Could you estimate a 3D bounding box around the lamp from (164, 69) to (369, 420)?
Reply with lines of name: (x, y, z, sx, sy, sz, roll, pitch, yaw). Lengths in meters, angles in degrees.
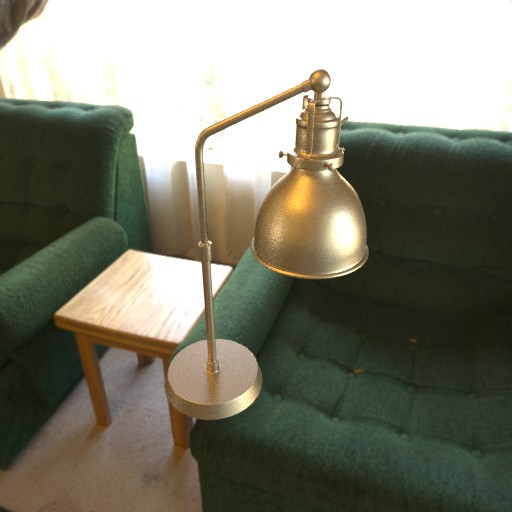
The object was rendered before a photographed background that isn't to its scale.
lamp: (0.000, 0.000, 0.580, 0.286, 0.456, 0.153, 1, 31, 2)
